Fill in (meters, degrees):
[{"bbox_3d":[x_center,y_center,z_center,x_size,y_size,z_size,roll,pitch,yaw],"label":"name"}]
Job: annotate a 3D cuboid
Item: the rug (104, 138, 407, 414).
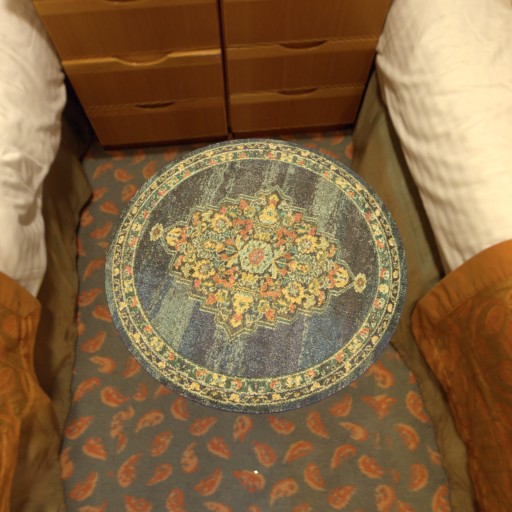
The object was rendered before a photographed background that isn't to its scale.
[{"bbox_3d":[0.000,0.000,3.528,2.386,0.014,2.386,0,64,0],"label":"rug"}]
